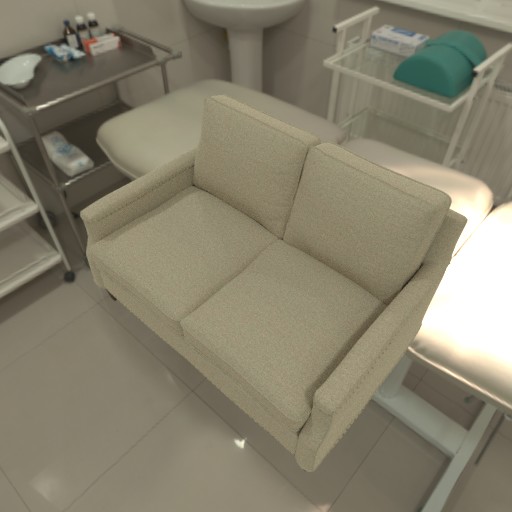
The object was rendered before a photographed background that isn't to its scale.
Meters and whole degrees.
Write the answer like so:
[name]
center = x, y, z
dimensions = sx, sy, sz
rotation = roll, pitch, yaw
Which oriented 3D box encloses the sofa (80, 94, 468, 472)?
[sofa]
center = 0.000, 0.000, 2.226
dimensions = 1.597, 1.003, 1.084
rotation = 33, 55, 27
